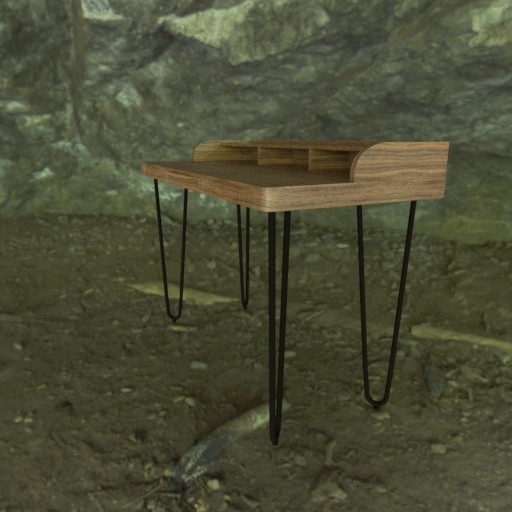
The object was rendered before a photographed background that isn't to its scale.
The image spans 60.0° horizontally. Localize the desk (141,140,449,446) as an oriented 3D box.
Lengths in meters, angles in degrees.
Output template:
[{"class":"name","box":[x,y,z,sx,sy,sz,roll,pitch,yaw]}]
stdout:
[{"class":"desk","box":[0.000,0.000,1.698,0.565,0.854,1.200,-7,17,-26]}]
